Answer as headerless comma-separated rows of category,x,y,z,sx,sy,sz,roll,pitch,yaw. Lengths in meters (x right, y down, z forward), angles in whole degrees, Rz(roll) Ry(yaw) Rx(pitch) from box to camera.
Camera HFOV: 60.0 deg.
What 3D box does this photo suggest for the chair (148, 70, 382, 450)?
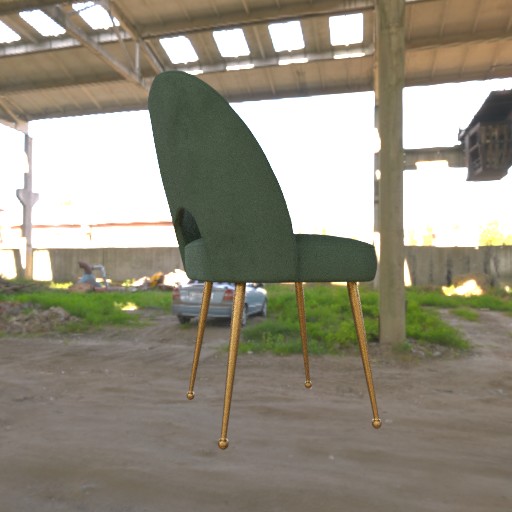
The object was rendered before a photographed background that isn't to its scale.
chair,0.000,0.000,1.218,0.577,0.860,0.527,1,-2,-19
